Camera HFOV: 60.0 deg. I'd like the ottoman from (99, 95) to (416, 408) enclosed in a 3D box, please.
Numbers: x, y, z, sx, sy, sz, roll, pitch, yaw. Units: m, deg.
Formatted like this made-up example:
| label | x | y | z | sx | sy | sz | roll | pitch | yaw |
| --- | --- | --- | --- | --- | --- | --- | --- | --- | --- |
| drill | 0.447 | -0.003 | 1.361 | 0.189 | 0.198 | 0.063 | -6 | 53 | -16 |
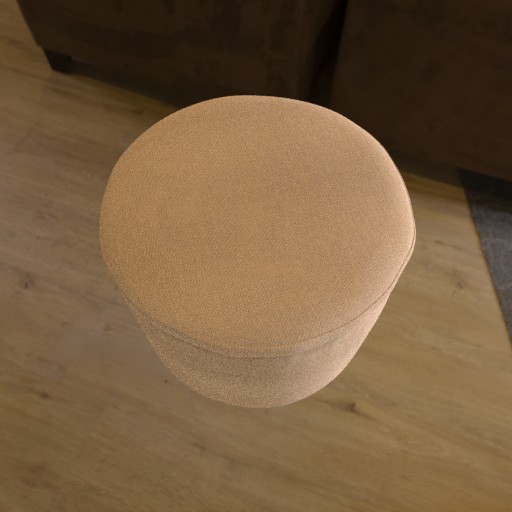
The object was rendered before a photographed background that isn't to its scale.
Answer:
| label | x | y | z | sx | sy | sz | roll | pitch | yaw |
| --- | --- | --- | --- | --- | --- | --- | --- | --- | --- |
| ottoman | 0.000 | 0.000 | 0.845 | 0.497 | 0.409 | 0.497 | 0 | 59 | 0 |
